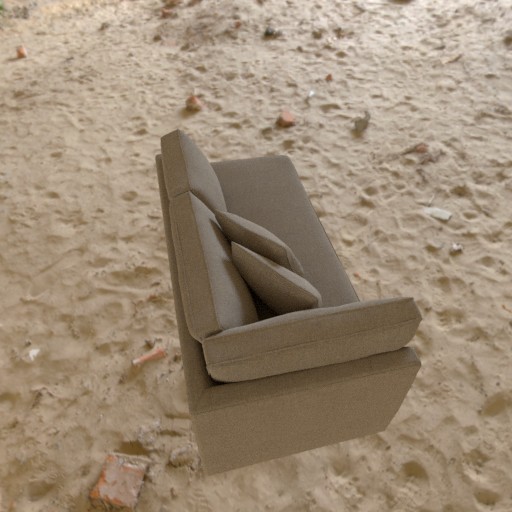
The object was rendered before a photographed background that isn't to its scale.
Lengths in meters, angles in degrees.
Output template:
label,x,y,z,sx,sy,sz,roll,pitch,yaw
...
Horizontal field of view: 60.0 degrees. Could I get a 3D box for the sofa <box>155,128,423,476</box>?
label,x,y,z,sx,sy,sz,roll,pitch,yaw
sofa,0.000,0.000,2.878,1.110,1.019,2.238,-10,47,-9
